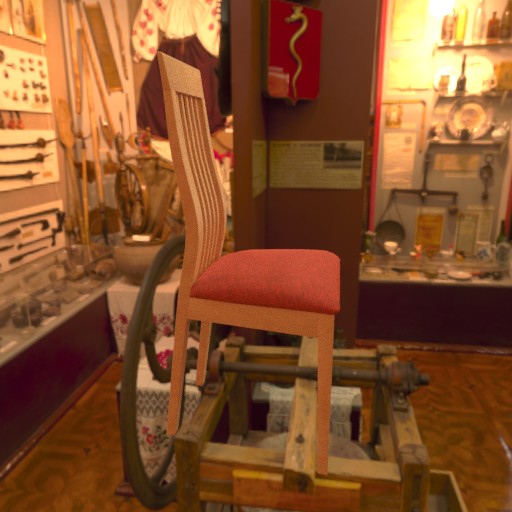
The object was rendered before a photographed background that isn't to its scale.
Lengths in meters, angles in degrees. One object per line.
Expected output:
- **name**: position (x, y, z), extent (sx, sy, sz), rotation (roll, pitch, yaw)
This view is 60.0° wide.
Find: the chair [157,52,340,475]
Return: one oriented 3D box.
- **chair**: position (0.000, 0.000, 1.251), extent (0.474, 1.027, 0.460), rotation (3, 15, 10)
